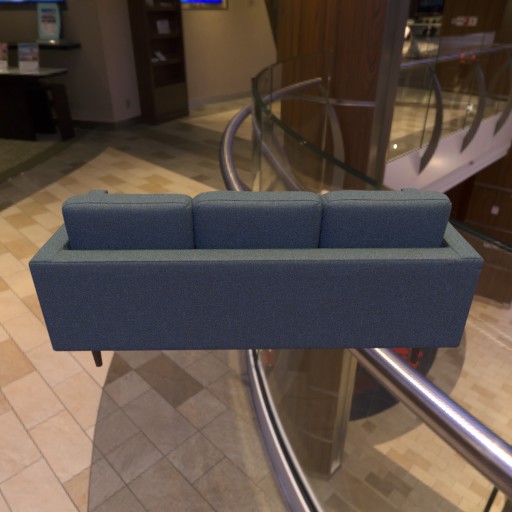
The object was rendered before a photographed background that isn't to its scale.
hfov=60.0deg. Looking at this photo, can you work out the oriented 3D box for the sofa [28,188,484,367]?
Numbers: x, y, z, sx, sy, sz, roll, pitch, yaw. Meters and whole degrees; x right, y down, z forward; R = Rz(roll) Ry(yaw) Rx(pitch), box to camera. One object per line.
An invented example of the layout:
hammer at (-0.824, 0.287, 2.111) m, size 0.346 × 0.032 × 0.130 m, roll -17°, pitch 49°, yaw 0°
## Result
sofa at (0.000, 0.000, 2.469) m, size 2.013 × 0.945 × 0.935 m, roll 0°, pitch 29°, yaw -1°
